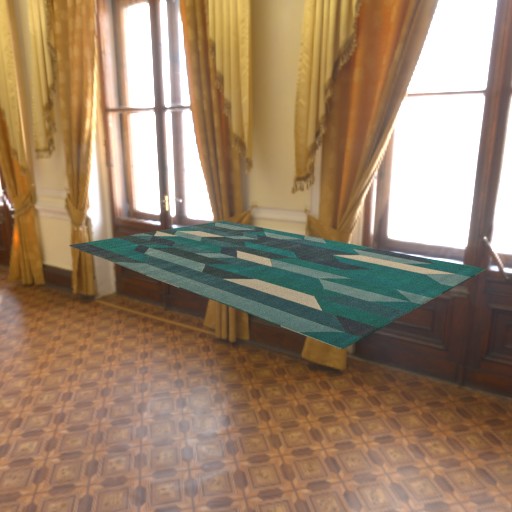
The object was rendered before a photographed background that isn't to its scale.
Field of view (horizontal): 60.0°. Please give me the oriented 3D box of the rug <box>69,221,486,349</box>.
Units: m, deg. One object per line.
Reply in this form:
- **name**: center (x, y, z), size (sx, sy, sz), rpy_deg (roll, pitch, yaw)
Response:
- **rug**: center (0.000, 0.000, 2.989), size (2.420, 0.005, 1.528), rpy_deg (14, 20, 43)
